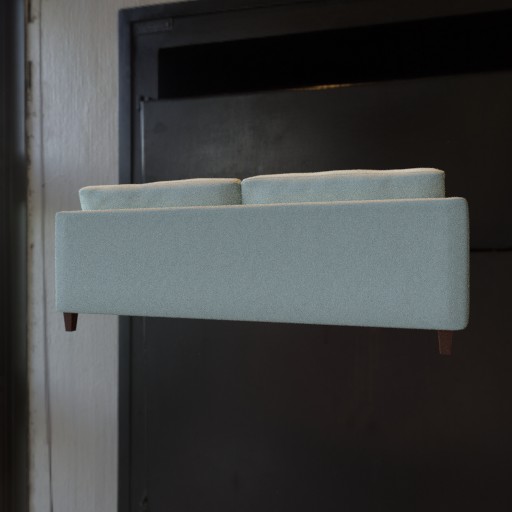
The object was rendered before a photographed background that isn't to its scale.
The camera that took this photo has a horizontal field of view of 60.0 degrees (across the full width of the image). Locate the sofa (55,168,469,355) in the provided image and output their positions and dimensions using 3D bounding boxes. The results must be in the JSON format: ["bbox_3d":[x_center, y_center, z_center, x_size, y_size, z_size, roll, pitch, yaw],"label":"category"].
[{"bbox_3d":[0.000,0.000,2.909,2.434,0.965,0.948,0,0,17],"label":"sofa"}]
